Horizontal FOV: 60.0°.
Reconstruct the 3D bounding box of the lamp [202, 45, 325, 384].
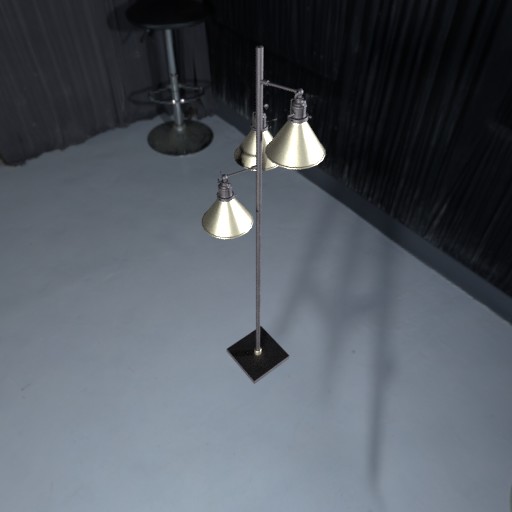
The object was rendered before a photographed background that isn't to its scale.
[{"bbox_3d":[0.000,0.000,1.882,0.415,1.716,0.428,-31,54,-25],"label":"lamp"}]
